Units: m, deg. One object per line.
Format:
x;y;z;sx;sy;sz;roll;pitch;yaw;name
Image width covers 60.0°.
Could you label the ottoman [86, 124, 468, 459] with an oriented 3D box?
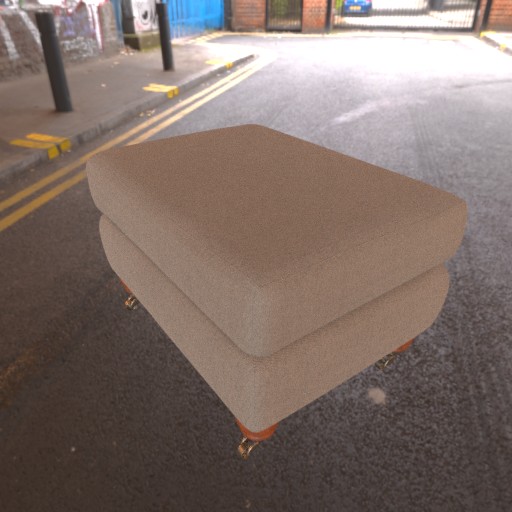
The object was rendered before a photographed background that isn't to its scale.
0.000;0.000;1.121;0.569;0.504;0.773;-20;37;-30;ottoman
